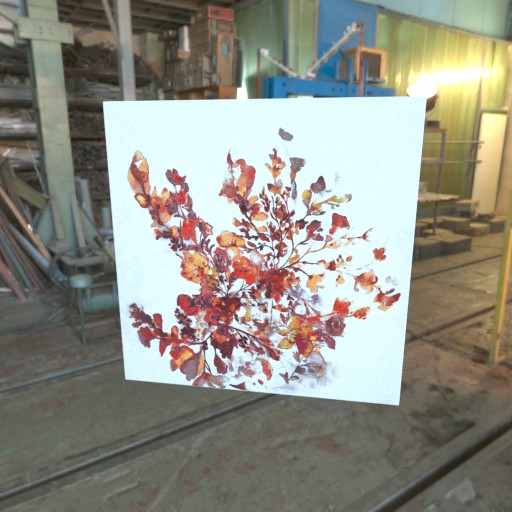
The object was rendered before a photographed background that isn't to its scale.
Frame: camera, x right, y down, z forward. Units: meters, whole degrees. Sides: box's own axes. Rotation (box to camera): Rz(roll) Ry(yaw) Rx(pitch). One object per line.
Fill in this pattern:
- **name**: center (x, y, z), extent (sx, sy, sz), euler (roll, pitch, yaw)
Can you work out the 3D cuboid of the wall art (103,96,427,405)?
- **wall art**: center (0.000, 0.000, 1.133), extent (0.757, 0.757, 0.037), euler (2, 15, 10)
